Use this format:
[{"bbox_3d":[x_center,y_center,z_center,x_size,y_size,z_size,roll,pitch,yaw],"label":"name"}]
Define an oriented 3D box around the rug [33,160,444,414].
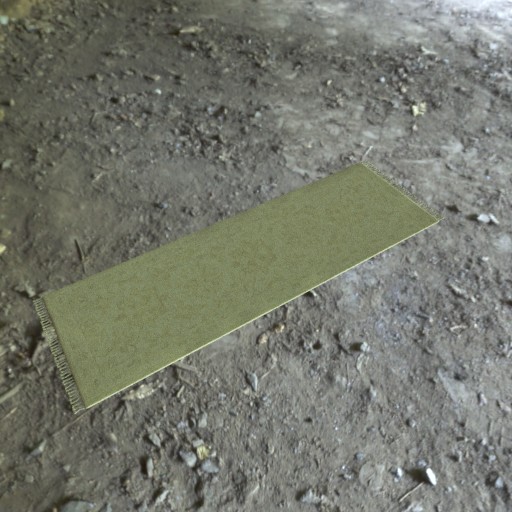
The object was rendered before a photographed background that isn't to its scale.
[{"bbox_3d":[0.000,0.000,2.788,2.544,0.015,0.795,-25,52,-21],"label":"rug"}]
